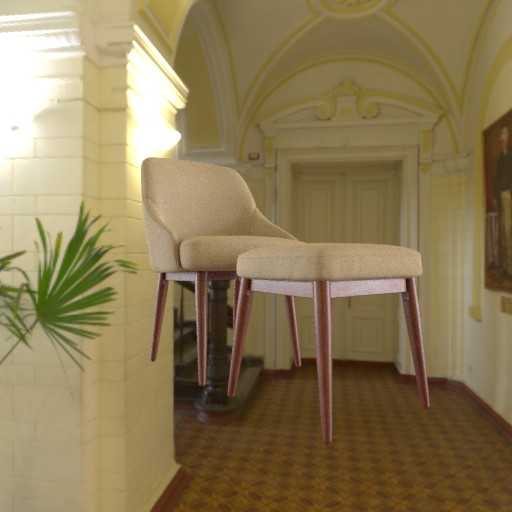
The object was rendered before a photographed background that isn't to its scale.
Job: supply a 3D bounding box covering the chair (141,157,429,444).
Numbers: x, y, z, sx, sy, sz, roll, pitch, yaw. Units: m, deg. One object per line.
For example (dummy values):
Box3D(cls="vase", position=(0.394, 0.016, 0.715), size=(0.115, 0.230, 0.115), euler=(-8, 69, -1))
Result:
Box3D(cls="chair", position=(0.000, 0.000, 1.582), size=(0.584, 0.866, 1.114), euler=(0, 0, -36))
